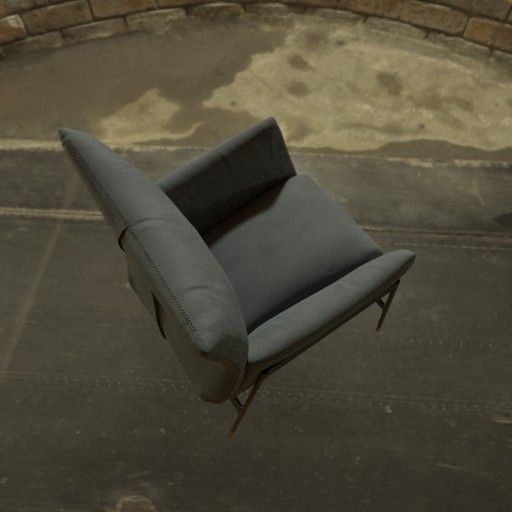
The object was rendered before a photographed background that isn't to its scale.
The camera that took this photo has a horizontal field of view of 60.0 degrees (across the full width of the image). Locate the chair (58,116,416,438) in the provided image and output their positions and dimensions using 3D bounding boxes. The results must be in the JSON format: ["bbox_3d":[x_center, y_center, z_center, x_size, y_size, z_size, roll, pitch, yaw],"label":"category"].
[{"bbox_3d":[0.000,0.000,1.348,0.709,0.858,0.678,-30,63,-17],"label":"chair"}]
